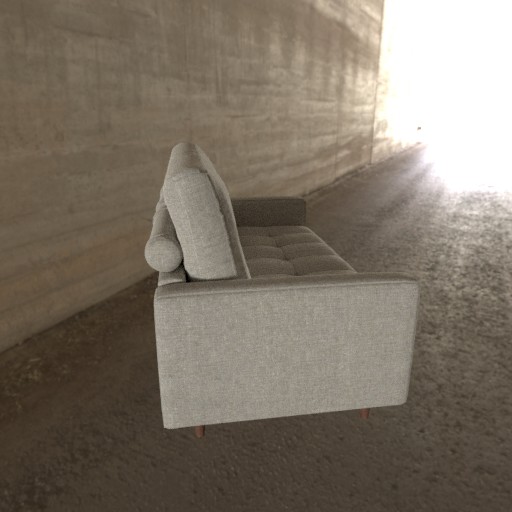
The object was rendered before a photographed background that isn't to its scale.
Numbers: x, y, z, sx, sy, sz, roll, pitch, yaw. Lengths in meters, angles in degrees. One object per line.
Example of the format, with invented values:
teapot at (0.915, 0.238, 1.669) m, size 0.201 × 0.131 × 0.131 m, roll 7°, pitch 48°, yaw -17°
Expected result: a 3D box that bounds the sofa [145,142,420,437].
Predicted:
sofa at (0.000, 0.000, 1.939) m, size 0.842 × 0.907 × 1.407 m, roll -3°, pitch 18°, yaw -9°
